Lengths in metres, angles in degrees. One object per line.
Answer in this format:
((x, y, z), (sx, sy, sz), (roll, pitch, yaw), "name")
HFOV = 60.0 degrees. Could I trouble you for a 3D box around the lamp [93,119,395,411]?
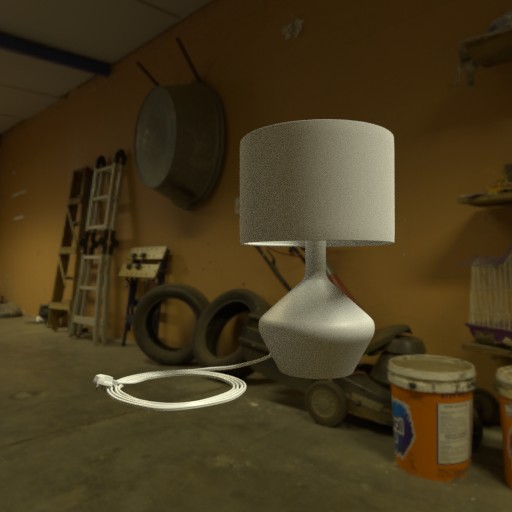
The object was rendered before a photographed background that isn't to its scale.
((0.000, 0.000, 0.845), (0.546, 0.457, 0.401), (0, -1, -1), "lamp")
